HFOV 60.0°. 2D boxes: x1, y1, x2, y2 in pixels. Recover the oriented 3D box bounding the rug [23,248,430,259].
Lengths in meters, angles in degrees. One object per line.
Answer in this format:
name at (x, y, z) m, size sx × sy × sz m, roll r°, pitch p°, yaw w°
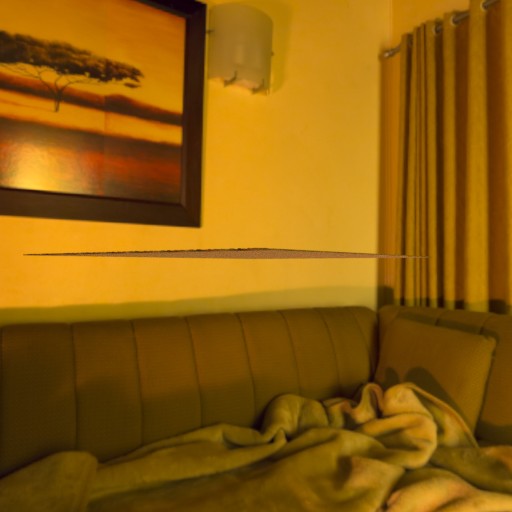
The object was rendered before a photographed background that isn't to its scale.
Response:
rug at (0.000, 0.000, 3.454) m, size 1.971 × 0.010 × 2.651 m, roll -1°, pitch -1°, yaw 36°
